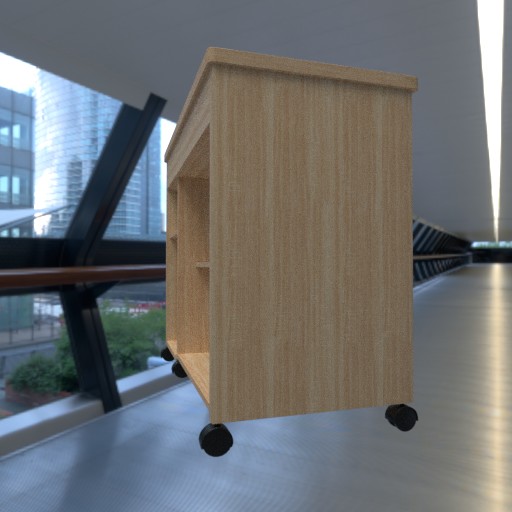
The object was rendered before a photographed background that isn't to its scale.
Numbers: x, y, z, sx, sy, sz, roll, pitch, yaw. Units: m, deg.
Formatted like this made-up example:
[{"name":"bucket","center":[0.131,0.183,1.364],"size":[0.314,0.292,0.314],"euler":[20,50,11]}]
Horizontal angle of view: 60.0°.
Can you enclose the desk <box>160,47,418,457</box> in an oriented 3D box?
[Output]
[{"name":"desk","center":[0.000,0.000,1.314],"size":[0.480,0.770,0.884],"euler":[0,-1,-17]}]
